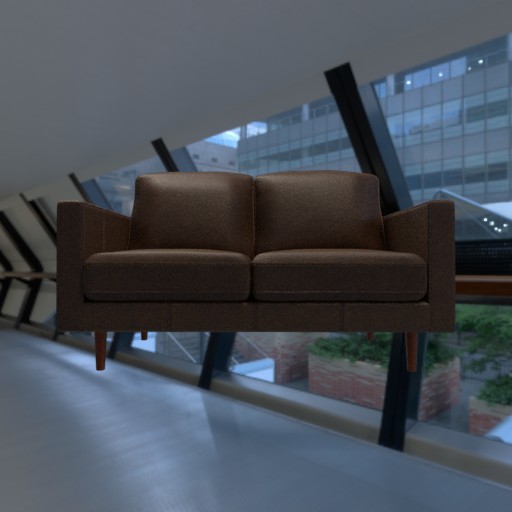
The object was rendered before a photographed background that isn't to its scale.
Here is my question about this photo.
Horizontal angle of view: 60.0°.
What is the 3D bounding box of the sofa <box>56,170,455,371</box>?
[{"bbox_3d":[0.000,0.000,2.159,1.578,0.951,0.909,0,-1,1],"label":"sofa"}]
